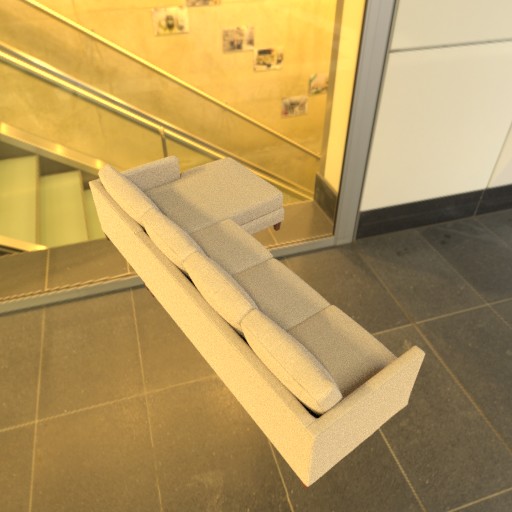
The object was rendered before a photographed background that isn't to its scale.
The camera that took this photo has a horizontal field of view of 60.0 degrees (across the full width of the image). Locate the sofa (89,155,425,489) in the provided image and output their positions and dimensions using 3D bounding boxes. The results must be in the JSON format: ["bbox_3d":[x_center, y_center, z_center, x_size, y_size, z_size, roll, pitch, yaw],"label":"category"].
[{"bbox_3d":[0.000,0.000,3.761,1.625,0.861,3.186,-26,47,-27],"label":"sofa"}]
